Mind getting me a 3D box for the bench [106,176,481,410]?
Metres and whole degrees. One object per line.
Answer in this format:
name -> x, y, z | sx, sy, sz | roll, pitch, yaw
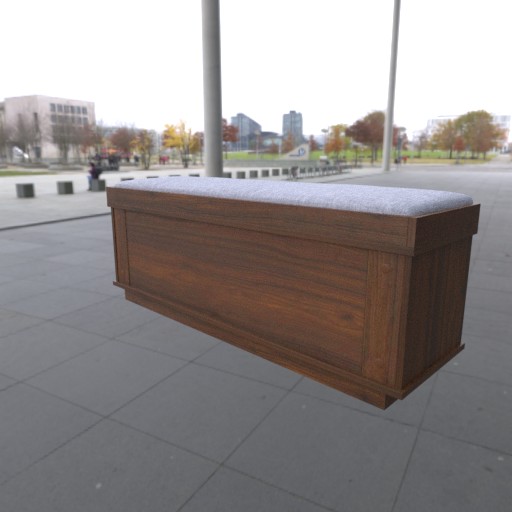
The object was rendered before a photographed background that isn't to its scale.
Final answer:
bench -> 0.000, 0.000, 1.409 | 1.196, 0.468, 0.367 | 12, 18, 43
